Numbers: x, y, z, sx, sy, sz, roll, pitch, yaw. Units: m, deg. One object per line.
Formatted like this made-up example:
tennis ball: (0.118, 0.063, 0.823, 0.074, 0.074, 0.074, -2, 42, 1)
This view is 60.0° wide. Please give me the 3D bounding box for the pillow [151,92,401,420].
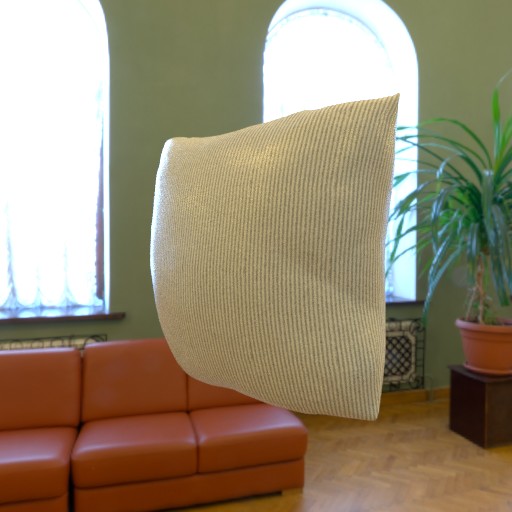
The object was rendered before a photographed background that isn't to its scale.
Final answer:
pillow: (0.000, 0.000, 0.696, 0.310, 0.432, 0.387, 0, 2, -17)
